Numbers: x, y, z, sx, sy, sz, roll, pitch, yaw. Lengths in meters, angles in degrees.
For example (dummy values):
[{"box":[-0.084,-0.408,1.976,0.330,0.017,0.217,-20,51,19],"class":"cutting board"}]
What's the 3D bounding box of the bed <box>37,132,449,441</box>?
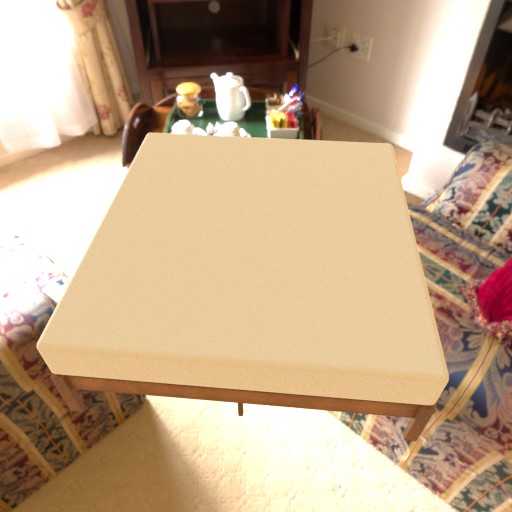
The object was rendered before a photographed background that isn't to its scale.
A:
[{"box":[0.000,0.000,2.956,1.930,0.616,2.049,4,45,4],"class":"bed"}]
